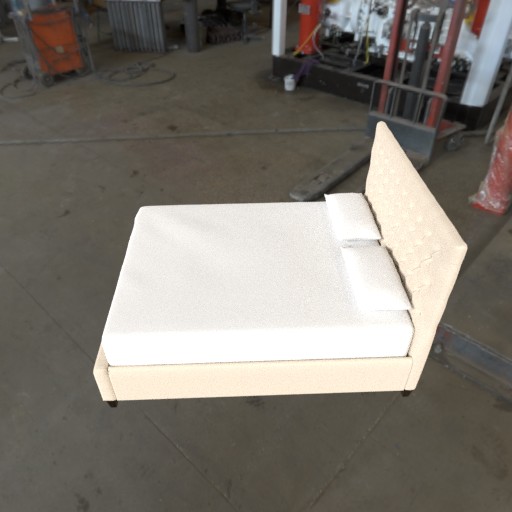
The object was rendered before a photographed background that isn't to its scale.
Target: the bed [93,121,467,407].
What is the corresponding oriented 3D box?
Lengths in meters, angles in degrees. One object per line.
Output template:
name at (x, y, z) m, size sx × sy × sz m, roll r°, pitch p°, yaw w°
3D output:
bed at (0.000, 0.000, 3.411) m, size 2.233 × 1.426 × 1.696 m, roll -2°, pitch 39°, yaw -2°
